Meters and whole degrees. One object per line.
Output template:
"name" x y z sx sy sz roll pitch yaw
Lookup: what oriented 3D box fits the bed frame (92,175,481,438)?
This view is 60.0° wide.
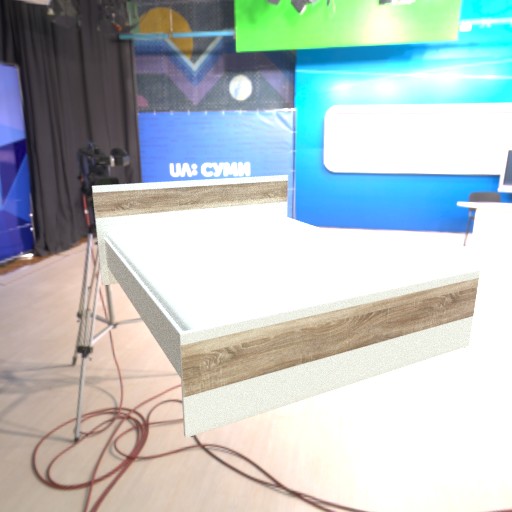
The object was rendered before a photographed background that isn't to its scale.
"bed frame" 0.000 0.000 2.959 1.720 0.800 2.060 -8 18 -26
